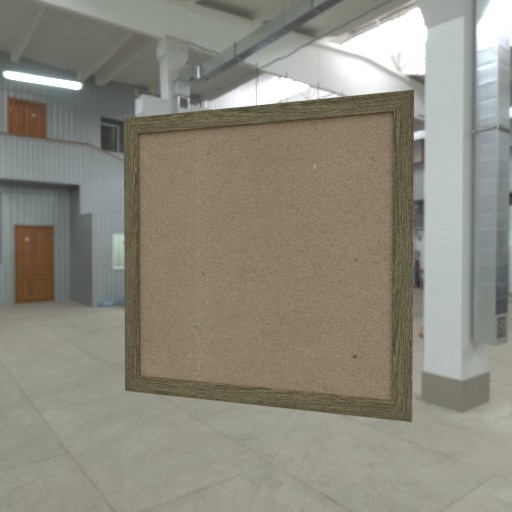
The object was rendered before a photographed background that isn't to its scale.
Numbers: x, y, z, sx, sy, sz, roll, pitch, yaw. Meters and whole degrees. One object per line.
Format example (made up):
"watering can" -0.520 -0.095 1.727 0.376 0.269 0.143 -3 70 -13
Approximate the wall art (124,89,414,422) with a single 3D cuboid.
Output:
"wall art" 0.000 0.000 0.761 0.508 0.508 0.019 0 1 17
